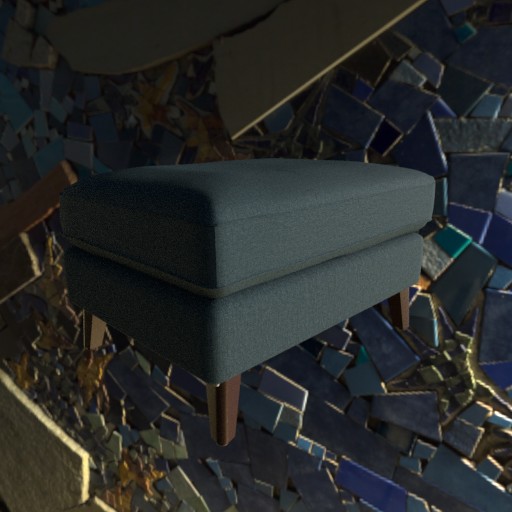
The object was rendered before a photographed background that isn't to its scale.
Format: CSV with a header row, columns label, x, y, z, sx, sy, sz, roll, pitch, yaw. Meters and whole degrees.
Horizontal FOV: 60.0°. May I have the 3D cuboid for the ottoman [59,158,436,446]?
label,x,y,z,sx,sy,sz,roll,pitch,yaw
ottoman,0.000,0.000,1.221,0.629,0.503,0.835,15,21,43
